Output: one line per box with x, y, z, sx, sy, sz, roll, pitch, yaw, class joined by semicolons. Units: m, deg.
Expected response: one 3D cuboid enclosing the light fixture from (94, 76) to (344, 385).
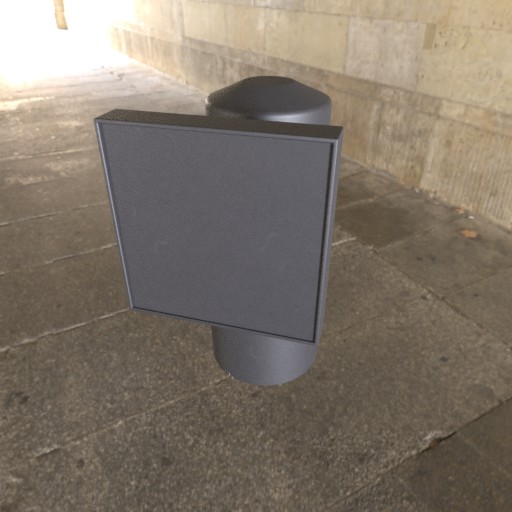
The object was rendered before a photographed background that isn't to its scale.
0.000;0.000;0.359;0.130;0.257;0.176;9;33;14;light fixture
